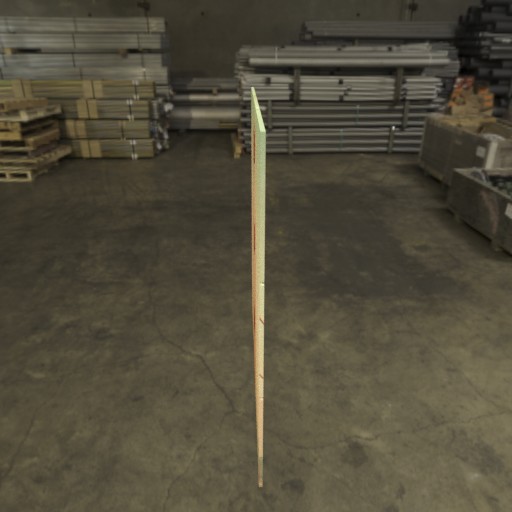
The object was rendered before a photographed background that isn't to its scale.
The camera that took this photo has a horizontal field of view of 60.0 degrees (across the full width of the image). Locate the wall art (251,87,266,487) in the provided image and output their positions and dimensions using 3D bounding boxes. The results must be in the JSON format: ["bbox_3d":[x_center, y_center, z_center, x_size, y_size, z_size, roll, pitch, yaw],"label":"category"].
[{"bbox_3d":[0.000,0.000,1.842,0.013,1.219,1.214,-1,25,-1],"label":"wall art"}]
